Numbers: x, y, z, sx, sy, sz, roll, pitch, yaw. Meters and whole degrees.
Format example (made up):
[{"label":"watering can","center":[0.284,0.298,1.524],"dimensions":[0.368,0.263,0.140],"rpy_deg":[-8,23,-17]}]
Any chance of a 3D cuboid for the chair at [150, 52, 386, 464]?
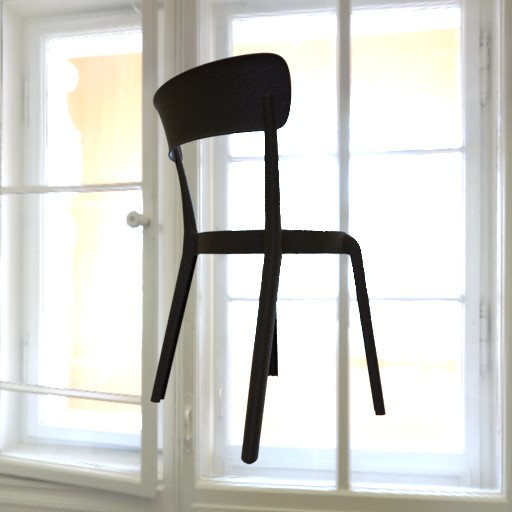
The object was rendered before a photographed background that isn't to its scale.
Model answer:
[{"label":"chair","center":[0.000,0.000,1.134],"dimensions":[0.491,0.790,0.506],"rpy_deg":[0,1,-37]}]
